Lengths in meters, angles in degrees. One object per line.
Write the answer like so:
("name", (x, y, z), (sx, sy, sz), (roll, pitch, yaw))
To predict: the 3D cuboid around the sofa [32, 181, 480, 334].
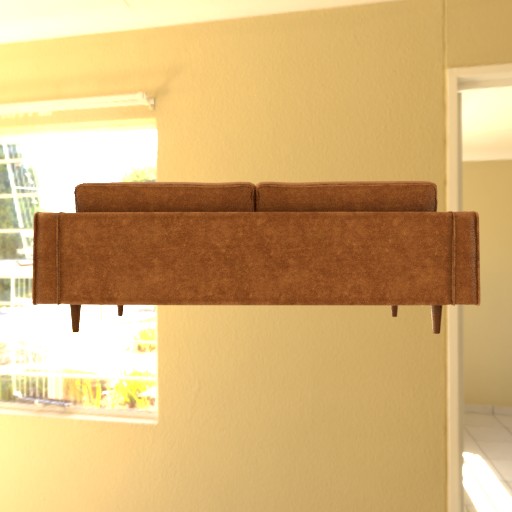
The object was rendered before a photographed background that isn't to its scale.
("sofa", (0.000, 0.000, 2.564), (2.199, 0.779, 0.886), (0, -1, 1))
